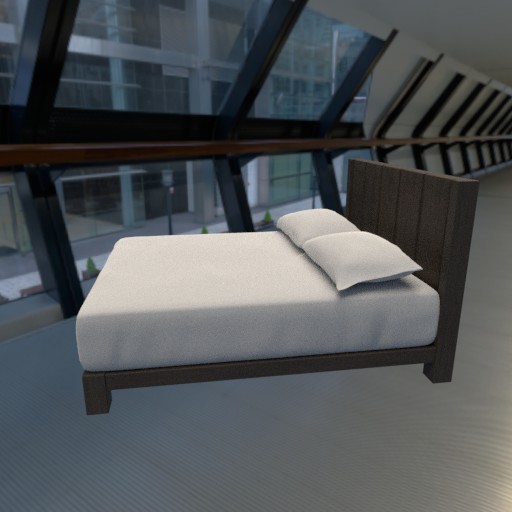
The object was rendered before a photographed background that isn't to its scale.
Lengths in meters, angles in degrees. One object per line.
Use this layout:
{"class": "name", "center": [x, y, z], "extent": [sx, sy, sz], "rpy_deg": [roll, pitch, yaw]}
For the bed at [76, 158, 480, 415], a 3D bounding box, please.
{"class": "bed", "center": [0.000, 0.000, 3.288], "extent": [2.242, 1.270, 1.727], "rpy_deg": [-3, 17, -9]}
